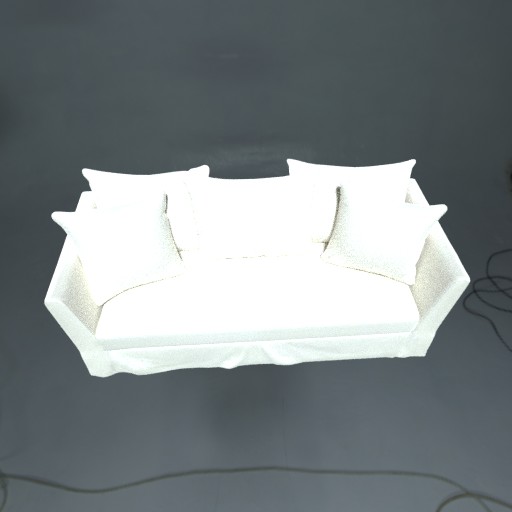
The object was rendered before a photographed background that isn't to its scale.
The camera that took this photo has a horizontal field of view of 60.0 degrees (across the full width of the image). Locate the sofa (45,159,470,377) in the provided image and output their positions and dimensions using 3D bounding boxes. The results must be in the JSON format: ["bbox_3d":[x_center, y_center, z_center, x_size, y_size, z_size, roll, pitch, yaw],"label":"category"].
[{"bbox_3d":[0.000,0.000,2.854,2.290,1.034,1.031,-3,45,-3],"label":"sofa"}]
